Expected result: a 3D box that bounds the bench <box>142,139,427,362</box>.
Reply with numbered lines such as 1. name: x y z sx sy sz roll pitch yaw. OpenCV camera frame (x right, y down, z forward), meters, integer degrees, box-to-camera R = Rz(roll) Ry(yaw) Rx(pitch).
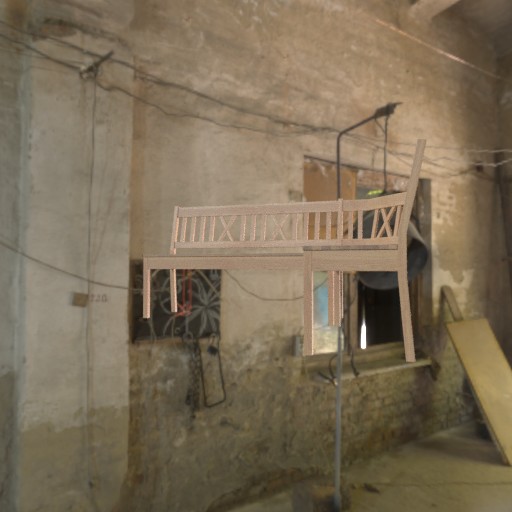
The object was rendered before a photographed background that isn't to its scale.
1. bench: 0.000 0.000 2.804 1.937 0.902 1.537 0 -1 18
